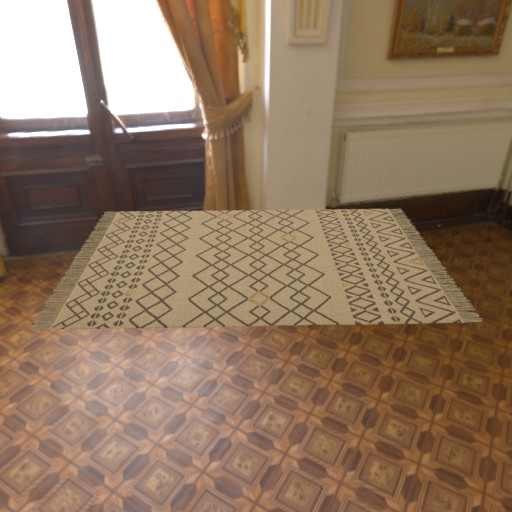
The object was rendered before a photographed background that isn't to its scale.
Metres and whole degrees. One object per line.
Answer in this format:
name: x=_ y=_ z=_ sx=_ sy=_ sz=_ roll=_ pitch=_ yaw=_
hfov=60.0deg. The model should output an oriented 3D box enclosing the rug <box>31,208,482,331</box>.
rug: x=0.000 y=0.000 z=3.030 sx=2.472 sy=0.035 sz=1.495 roll=-1 pitch=30 yaw=-1
